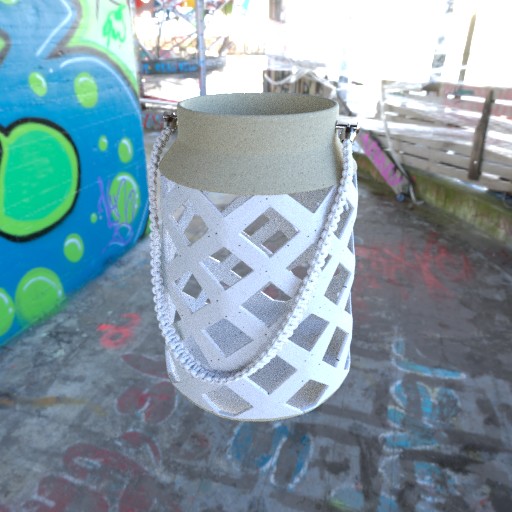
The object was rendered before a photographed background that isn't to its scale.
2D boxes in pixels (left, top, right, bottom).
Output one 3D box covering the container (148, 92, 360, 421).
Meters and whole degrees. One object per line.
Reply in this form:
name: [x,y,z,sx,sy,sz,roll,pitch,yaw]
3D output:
container: [0.000,0.000,0.401,0.188,0.264,0.198,8,28,15]
